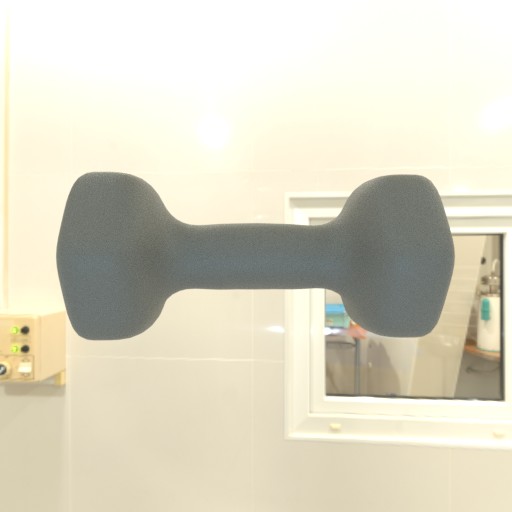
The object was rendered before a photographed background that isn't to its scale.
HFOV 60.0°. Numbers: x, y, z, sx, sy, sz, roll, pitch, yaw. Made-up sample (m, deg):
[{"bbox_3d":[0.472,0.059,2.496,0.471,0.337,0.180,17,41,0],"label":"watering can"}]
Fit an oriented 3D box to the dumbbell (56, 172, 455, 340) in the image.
[{"bbox_3d":[0.000,0.000,0.229,0.184,0.081,0.090,0,0,-2],"label":"dumbbell"}]
